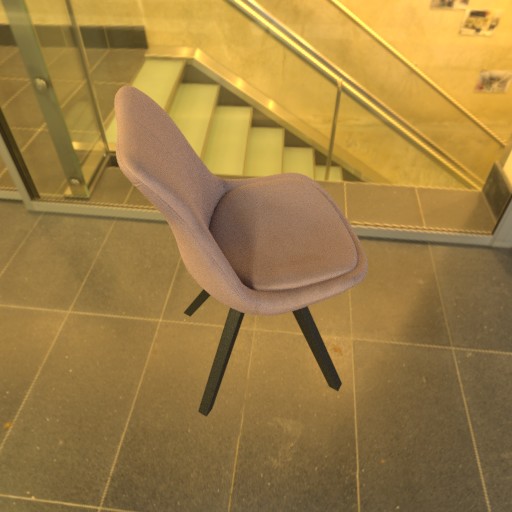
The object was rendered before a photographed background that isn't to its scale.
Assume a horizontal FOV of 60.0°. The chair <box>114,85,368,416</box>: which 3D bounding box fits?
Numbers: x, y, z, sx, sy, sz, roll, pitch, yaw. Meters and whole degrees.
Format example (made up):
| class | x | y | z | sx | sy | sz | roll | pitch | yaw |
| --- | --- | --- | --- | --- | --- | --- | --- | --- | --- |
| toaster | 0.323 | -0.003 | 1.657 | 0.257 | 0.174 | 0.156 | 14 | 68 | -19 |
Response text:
| class | x | y | z | sx | sy | sz | roll | pitch | yaw |
| --- | --- | --- | --- | --- | --- | --- | --- | --- | --- |
| chair | 0.000 | 0.000 | 1.178 | 0.547 | 0.865 | 0.483 | -10 | 47 | -9 |
